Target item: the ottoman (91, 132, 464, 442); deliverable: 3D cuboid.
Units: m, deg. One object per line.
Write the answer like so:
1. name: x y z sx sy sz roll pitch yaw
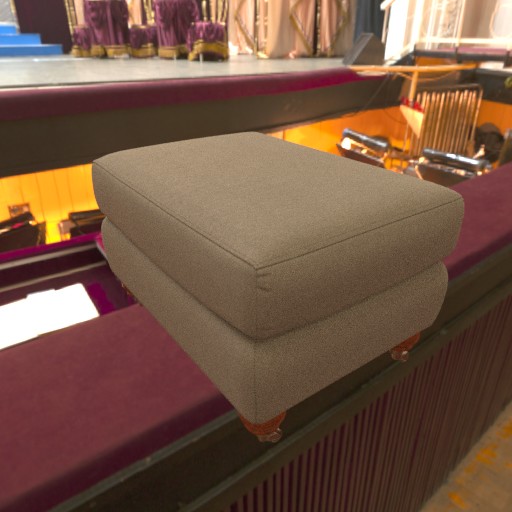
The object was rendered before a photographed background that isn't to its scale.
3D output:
1. ottoman: 0.000 0.000 1.130 0.569 0.499 0.773 -18 32 -32
